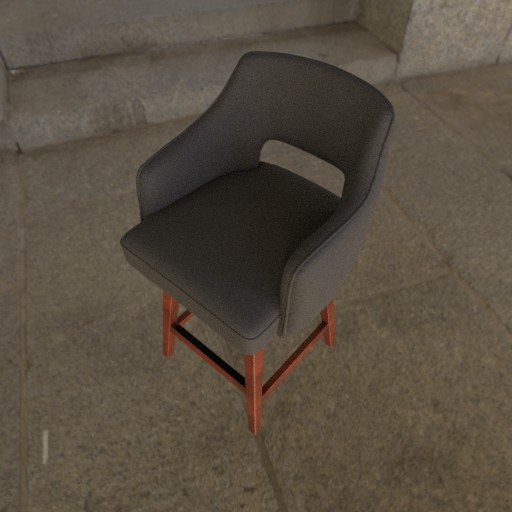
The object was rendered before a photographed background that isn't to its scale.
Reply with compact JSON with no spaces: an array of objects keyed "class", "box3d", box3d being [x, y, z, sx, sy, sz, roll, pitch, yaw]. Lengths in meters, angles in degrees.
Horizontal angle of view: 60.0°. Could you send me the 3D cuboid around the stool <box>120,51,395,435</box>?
[{"class":"stool","box3d":[0.000,0.000,1.248,0.548,0.912,0.558,33,55,26]}]
